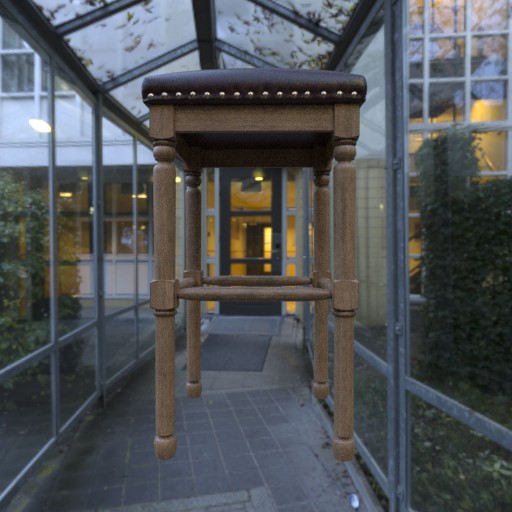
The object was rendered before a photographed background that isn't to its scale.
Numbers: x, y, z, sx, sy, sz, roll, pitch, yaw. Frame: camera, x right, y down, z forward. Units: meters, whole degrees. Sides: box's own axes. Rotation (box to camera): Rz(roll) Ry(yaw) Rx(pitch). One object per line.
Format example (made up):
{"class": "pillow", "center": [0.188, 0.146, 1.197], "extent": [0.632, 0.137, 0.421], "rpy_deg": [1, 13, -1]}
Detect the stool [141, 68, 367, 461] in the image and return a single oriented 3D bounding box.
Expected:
{"class": "stool", "center": [0.000, 0.000, 0.934], "extent": [0.383, 0.702, 0.382], "rpy_deg": [0, 1, 1]}
